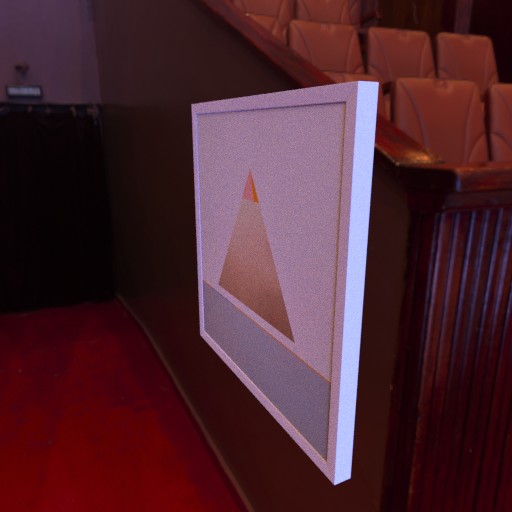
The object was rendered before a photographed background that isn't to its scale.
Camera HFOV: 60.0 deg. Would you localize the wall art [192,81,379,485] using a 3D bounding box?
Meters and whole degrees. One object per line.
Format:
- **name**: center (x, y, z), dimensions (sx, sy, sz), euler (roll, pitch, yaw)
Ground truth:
- **wall art**: center (0.000, 0.000, 1.128), dimensions (0.041, 0.765, 0.768), euler (-8, 18, -26)
